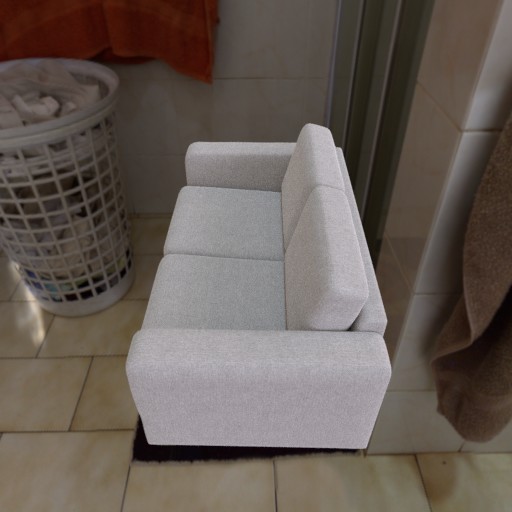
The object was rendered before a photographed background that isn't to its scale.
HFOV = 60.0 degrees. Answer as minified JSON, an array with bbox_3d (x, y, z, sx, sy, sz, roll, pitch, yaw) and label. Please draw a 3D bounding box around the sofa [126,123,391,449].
[{"bbox_3d":[0.000,0.000,2.078,0.900,0.800,1.540,1,41,1],"label":"sofa"}]
